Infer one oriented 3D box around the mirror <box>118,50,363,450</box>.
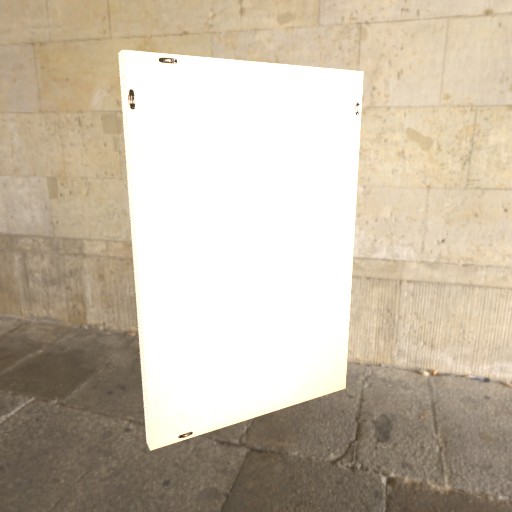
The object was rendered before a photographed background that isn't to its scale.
[{"bbox_3d":[0.000,0.000,1.133,0.609,0.915,0.041,-8,16,-27],"label":"mirror"}]
